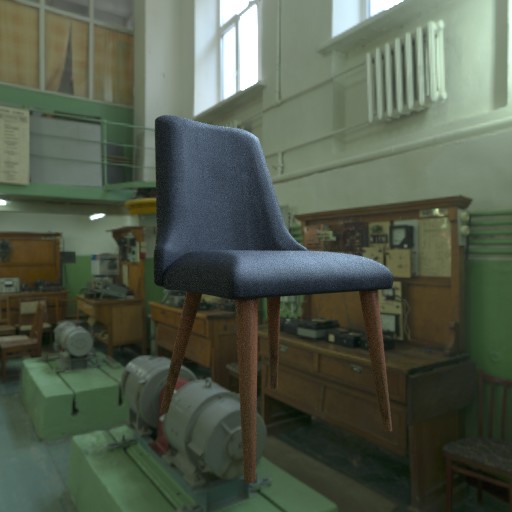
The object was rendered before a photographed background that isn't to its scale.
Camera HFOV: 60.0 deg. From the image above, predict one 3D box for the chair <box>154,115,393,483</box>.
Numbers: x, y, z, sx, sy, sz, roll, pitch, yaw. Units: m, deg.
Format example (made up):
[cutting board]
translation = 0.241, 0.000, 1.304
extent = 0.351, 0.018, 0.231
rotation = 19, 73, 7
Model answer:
[chair]
translation = 0.000, 0.000, 1.156
extent = 0.504, 0.820, 0.567
rotation = 0, 0, -36
